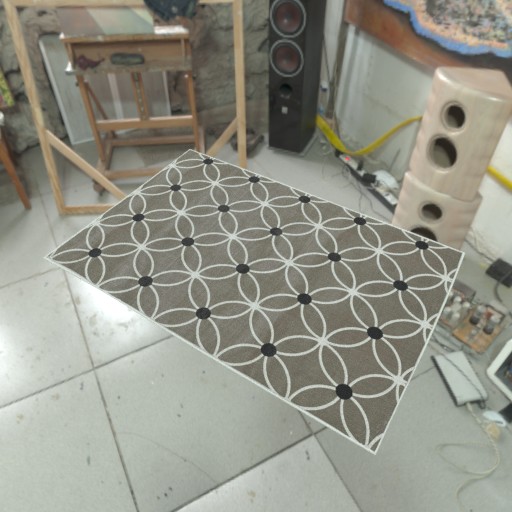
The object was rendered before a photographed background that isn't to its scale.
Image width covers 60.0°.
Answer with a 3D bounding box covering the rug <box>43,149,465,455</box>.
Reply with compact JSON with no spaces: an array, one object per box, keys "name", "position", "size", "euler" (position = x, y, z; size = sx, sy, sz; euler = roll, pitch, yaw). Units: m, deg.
[{"name":"rug","position":[0.000,0.000,2.864],"size":[2.284,0.008,1.522],"euler":[25,51,22]}]
